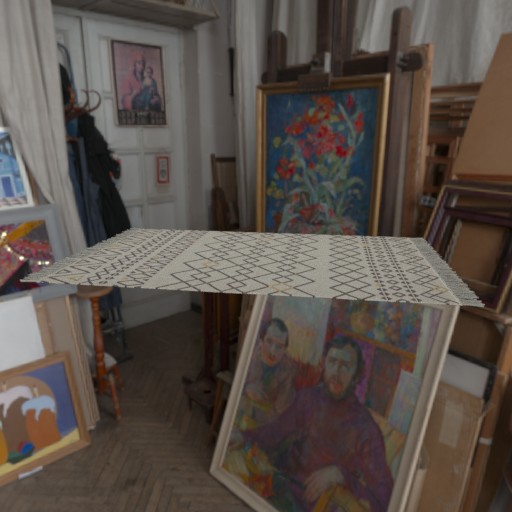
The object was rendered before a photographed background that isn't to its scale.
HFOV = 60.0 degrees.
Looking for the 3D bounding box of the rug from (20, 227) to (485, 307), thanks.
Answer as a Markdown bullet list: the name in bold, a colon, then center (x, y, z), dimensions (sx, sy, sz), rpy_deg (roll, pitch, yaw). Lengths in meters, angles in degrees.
- **rug**: center (0.000, 0.000, 3.004), dimensions (2.472, 0.035, 1.495), rpy_deg (2, 15, 9)
